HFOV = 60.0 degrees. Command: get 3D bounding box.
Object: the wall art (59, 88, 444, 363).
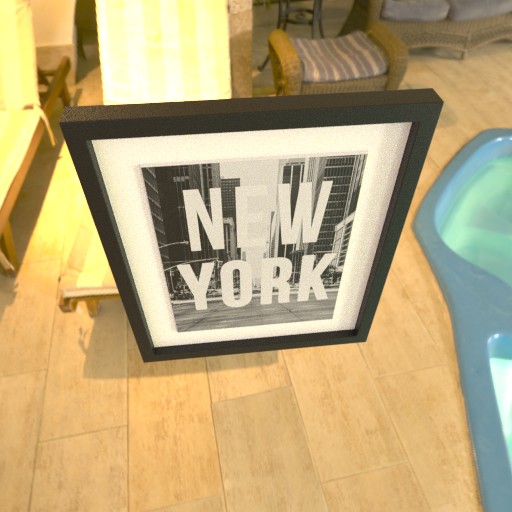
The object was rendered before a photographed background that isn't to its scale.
[{"bbox_3d":[0.000,0.000,0.522,0.328,0.381,0.028,-4,46,-4],"label":"wall art"}]
